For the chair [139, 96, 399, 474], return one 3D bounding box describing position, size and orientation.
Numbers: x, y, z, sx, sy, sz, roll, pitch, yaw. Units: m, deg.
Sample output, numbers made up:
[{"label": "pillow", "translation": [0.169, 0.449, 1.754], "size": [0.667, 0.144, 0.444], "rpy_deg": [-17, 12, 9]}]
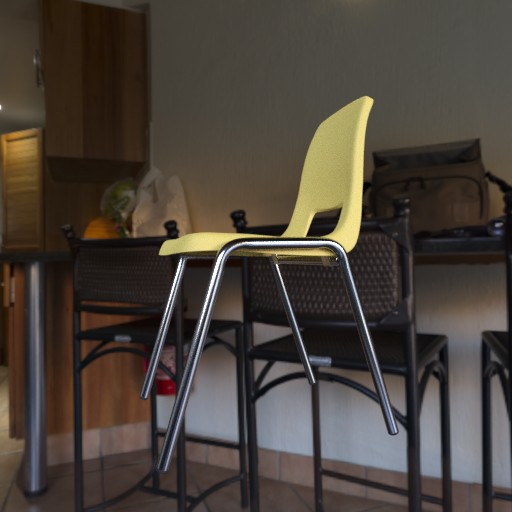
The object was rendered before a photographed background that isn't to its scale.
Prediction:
[{"label": "chair", "translation": [0.000, 0.000, 0.903], "size": [0.436, 0.653, 0.381], "rpy_deg": [0, 0, -19]}]
